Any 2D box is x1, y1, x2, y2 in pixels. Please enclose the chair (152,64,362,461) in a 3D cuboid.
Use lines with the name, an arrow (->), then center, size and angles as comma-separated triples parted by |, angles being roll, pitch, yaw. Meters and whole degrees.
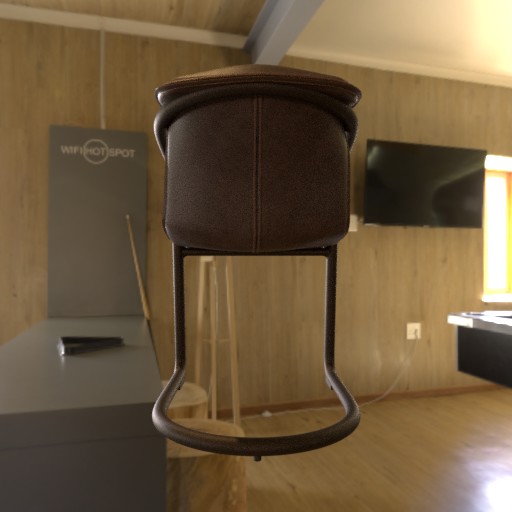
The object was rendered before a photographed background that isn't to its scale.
chair -> 0.000, 0.000, 1.220 | 0.536, 0.836, 0.664 | 0, -1, -1
